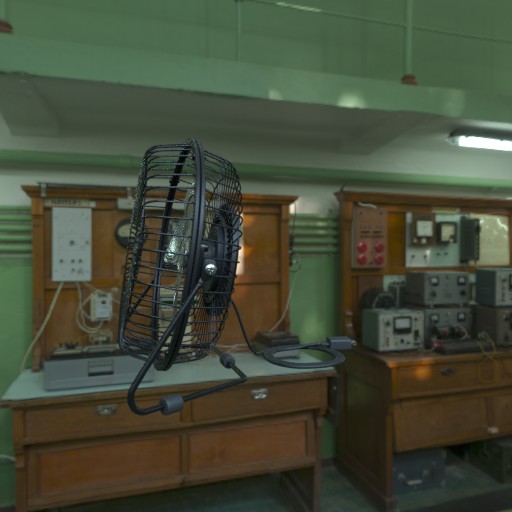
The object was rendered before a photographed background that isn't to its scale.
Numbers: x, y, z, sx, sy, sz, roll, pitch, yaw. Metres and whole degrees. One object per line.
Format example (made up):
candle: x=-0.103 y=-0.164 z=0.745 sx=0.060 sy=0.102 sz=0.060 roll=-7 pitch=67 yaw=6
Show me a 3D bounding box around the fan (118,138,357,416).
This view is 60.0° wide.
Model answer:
fan: x=0.000 y=0.000 z=0.381 sx=0.227 sy=0.188 sz=0.209 roll=0 pitch=1 yaw=-19
